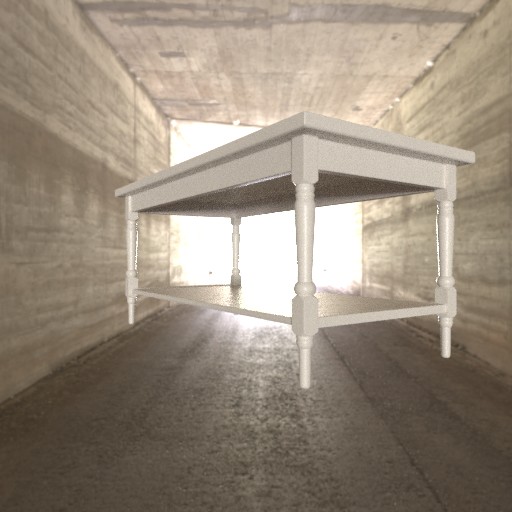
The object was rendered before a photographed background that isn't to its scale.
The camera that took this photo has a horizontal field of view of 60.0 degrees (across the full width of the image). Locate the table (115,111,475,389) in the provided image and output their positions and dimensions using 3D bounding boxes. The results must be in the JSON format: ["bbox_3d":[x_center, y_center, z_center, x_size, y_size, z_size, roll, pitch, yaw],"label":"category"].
[{"bbox_3d":[0.000,0.000,1.390,0.550,0.510,1.107,0,0,-34],"label":"table"}]
